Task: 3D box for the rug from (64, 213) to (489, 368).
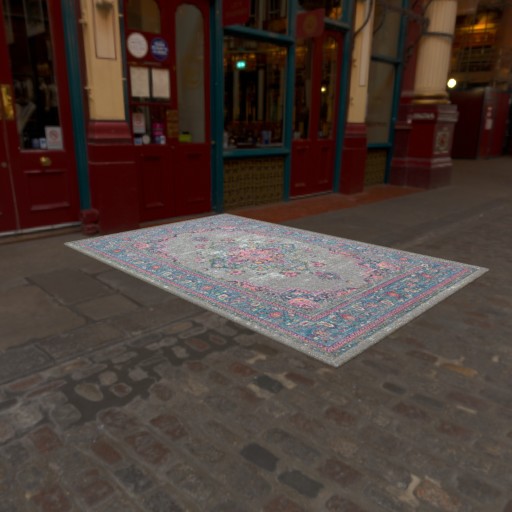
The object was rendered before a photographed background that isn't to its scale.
[{"bbox_3d":[0.000,0.000,2.138,1.144,0.014,1.748,-16,23,-43],"label":"rug"}]
